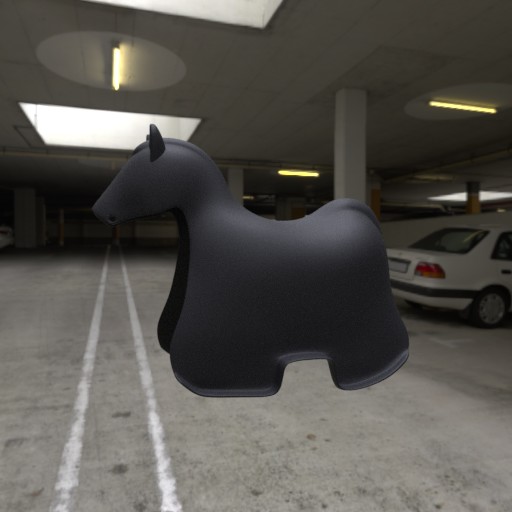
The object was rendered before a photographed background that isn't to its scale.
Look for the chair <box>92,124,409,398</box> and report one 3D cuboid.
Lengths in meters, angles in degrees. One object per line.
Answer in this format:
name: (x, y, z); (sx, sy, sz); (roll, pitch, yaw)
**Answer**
chair: (0.000, 0.000, 1.154); (0.800, 0.612, 0.429); (0, 1, -18)
